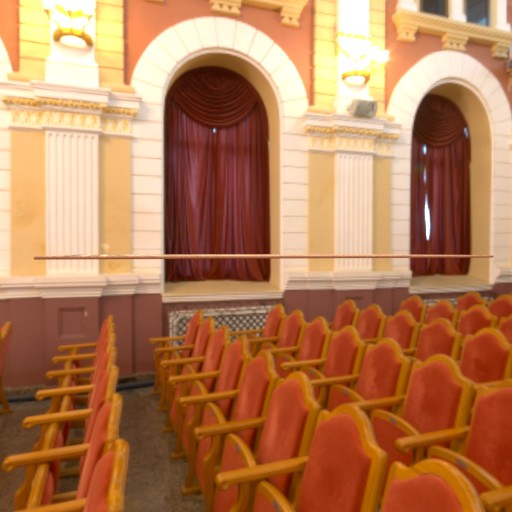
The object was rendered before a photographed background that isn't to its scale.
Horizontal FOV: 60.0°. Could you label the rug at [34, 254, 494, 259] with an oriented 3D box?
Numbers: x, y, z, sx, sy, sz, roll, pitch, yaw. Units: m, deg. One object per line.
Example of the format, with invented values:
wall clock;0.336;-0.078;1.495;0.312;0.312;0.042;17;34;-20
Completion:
rug;0.000;0.000;2.936;2.438;0.014;1.523;0;0;-18
